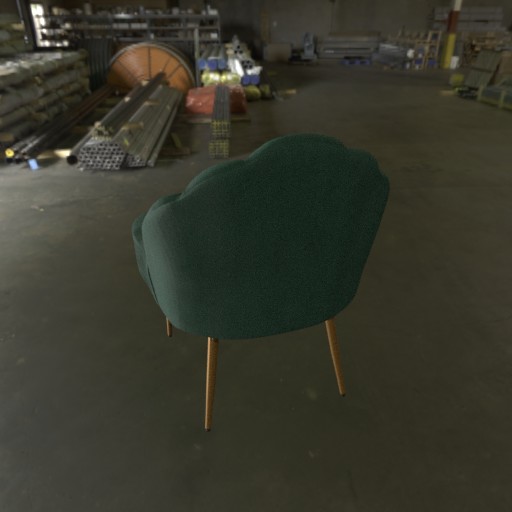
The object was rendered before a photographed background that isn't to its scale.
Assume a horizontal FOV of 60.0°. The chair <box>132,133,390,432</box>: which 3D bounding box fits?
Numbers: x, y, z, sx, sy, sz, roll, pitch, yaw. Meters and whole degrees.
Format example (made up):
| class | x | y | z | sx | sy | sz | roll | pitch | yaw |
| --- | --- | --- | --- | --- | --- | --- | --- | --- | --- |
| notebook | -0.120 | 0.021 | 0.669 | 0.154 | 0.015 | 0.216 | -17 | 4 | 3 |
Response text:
| class | x | y | z | sx | sy | sz | roll | pitch | yaw |
| --- | --- | --- | --- | --- | --- | --- | --- | --- | --- |
| chair | 0.000 | 0.000 | 1.276 | 0.657 | 0.819 | 0.599 | -9 | 30 | -16 |
